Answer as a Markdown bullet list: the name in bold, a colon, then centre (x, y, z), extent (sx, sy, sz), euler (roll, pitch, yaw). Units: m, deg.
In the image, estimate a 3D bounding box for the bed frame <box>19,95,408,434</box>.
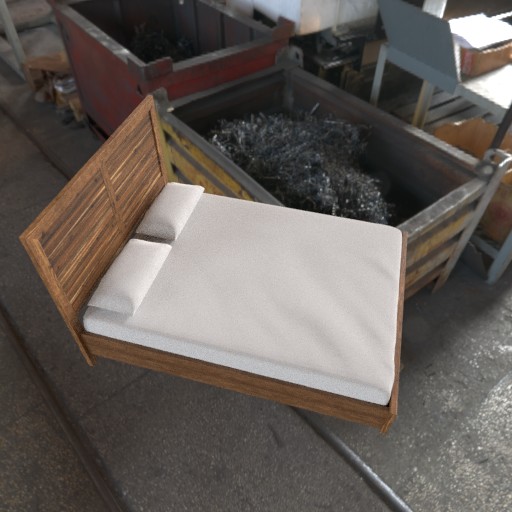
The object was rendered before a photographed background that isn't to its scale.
- **bed frame**: centre (0.000, 0.000, 3.333), extent (2.276, 1.417, 1.696), euler (11, 48, 10)
